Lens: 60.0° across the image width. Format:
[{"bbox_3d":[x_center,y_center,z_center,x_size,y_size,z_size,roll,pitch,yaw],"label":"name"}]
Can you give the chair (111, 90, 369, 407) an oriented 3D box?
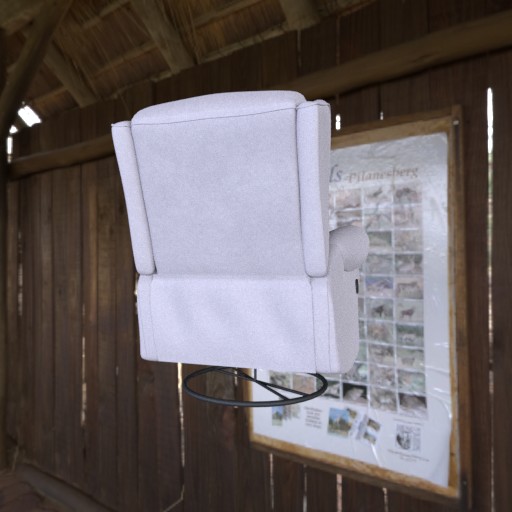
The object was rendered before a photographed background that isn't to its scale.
[{"bbox_3d":[0.000,0.000,1.761,0.847,1.011,0.969,0,0,18],"label":"chair"}]
